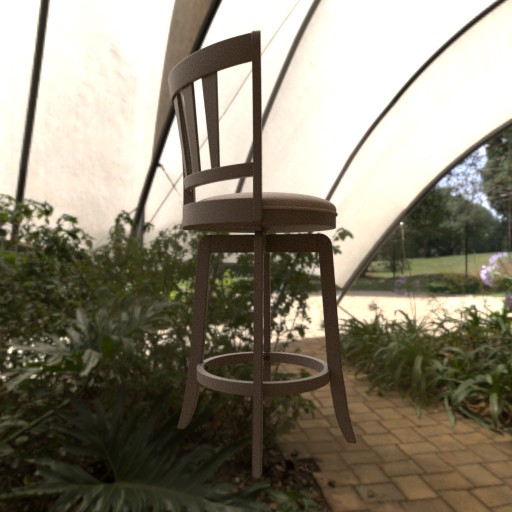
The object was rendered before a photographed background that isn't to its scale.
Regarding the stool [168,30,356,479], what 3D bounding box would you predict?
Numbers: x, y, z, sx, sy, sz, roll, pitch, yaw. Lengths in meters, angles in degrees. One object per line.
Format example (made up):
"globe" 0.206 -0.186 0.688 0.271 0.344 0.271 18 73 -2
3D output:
"stool" 0.000 0.000 1.259 0.475 1.023 0.436 0 -1 -37
